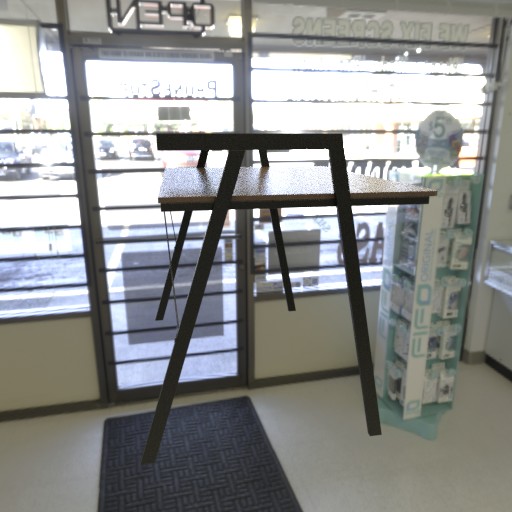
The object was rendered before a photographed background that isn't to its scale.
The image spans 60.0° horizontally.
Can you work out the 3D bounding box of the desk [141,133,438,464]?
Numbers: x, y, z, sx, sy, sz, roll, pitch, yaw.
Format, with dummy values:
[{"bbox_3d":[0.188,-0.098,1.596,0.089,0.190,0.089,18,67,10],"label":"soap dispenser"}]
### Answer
[{"bbox_3d":[0.000,0.000,1.875,0.936,0.998,1.143,-3,16,-10],"label":"desk"}]
